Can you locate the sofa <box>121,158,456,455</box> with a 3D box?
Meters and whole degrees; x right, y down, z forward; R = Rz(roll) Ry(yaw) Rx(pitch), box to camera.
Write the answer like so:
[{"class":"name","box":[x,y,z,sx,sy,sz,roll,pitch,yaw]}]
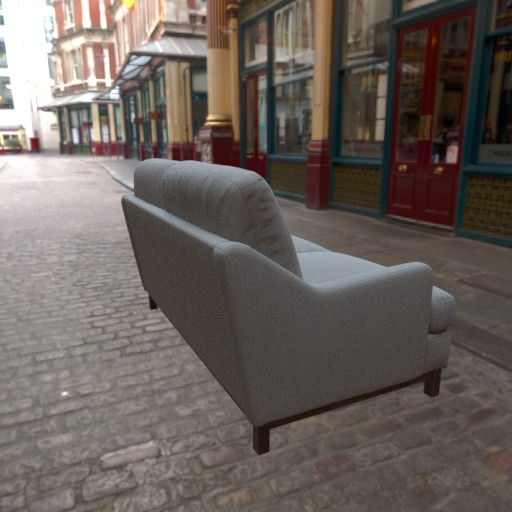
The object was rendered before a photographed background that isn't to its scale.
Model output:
[{"class":"sofa","box":[0.000,0.000,2.153,0.987,0.921,1.589,-7,15,-25]}]
